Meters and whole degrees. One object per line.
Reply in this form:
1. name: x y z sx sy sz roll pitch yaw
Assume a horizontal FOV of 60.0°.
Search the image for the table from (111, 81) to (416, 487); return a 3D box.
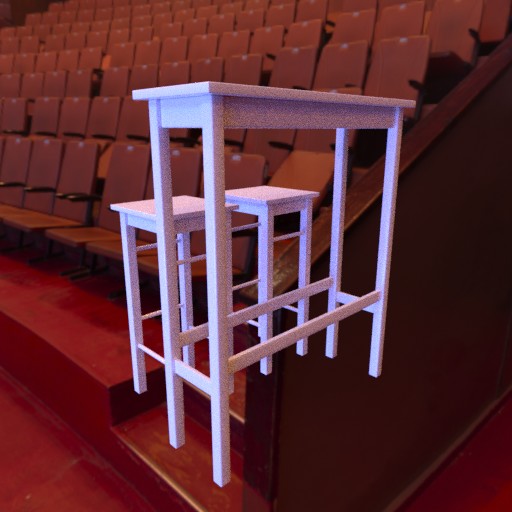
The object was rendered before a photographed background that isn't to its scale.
1. table: 0.000 0.000 1.593 0.915 1.065 0.650 -15 22 -42
